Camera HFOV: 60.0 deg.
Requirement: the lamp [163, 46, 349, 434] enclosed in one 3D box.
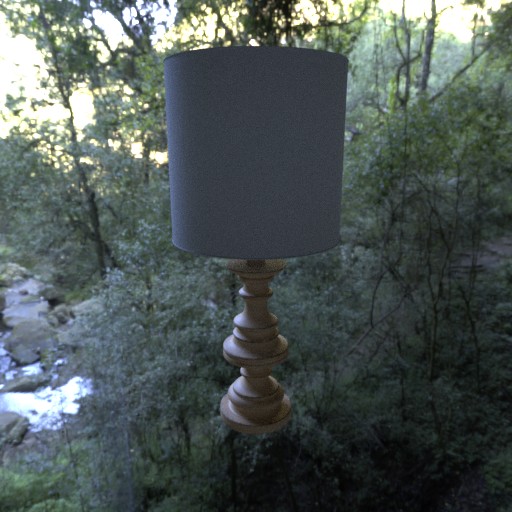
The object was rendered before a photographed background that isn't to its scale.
[{"bbox_3d":[0.000,0.000,0.566,0.208,0.455,0.208,-2,15,-9],"label":"lamp"}]
